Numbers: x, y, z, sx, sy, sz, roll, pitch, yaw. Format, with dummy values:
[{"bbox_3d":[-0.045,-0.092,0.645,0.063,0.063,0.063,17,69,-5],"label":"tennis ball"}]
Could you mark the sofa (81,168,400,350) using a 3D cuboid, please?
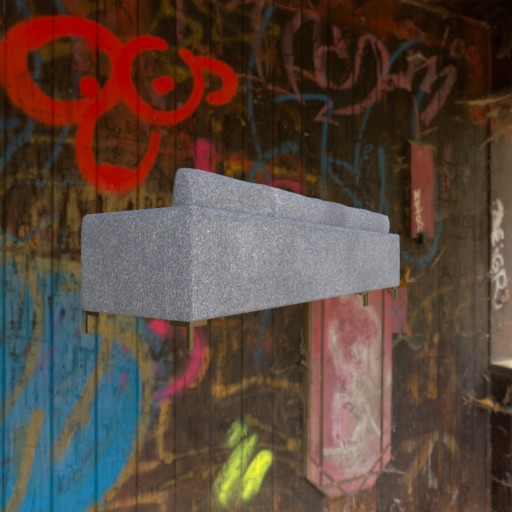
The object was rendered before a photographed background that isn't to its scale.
[{"bbox_3d":[0.000,0.000,3.416,1.350,0.810,2.932,0,0,35],"label":"sofa"}]
